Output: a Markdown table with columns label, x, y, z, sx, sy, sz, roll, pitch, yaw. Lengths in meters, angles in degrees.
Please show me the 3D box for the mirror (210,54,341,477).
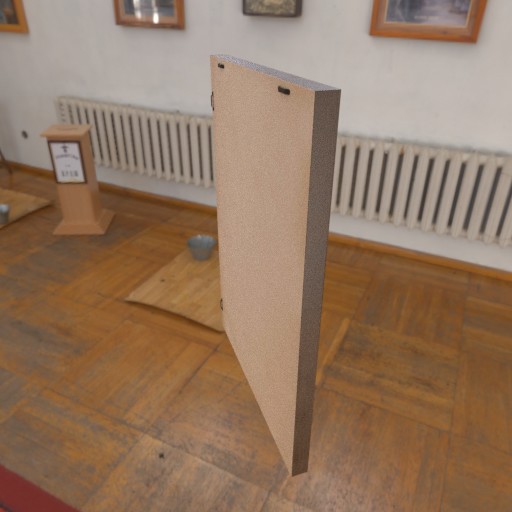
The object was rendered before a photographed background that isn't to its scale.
| label | x | y | z | sx | sy | sz | roll | pitch | yaw |
| --- | --- | --- | --- | --- | --- | --- | --- | --- | --- |
| mirror | 0.000 | 0.000 | 0.902 | 0.040 | 0.710 | 0.507 | -10 | 30 | -17 |
